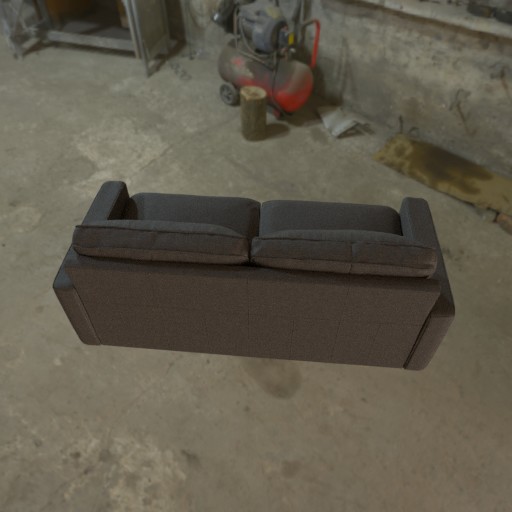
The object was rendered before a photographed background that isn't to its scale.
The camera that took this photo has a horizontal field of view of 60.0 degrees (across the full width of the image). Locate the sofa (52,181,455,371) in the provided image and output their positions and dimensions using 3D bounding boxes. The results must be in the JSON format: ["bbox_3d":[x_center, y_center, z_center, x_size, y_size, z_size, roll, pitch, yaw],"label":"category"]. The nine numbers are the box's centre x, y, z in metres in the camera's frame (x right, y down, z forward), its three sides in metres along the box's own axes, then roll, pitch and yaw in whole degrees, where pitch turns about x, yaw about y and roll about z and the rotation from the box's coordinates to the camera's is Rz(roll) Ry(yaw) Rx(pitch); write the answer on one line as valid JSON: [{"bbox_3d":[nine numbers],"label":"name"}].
[{"bbox_3d":[0.000,0.000,2.628,2.080,0.919,0.940,4,48,3],"label":"sofa"}]
